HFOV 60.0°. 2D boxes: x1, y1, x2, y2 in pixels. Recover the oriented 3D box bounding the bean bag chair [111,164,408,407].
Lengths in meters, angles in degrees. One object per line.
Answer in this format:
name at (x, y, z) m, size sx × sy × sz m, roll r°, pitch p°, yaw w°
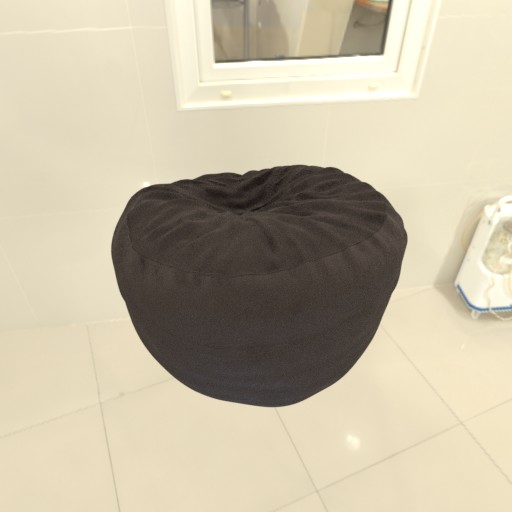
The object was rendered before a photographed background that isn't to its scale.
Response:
bean bag chair at (0.000, 0.000, 2.039) m, size 1.245 × 0.821 × 1.245 m, roll 0°, pitch 41°, yaw 0°
